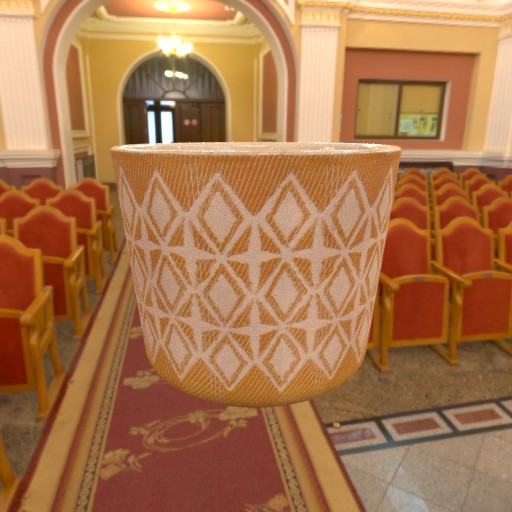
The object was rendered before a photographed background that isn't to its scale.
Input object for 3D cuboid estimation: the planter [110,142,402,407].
[{"bbox_3d":[0.000,0.000,0.216,0.126,0.104,0.126,0,16,0],"label":"planter"}]
